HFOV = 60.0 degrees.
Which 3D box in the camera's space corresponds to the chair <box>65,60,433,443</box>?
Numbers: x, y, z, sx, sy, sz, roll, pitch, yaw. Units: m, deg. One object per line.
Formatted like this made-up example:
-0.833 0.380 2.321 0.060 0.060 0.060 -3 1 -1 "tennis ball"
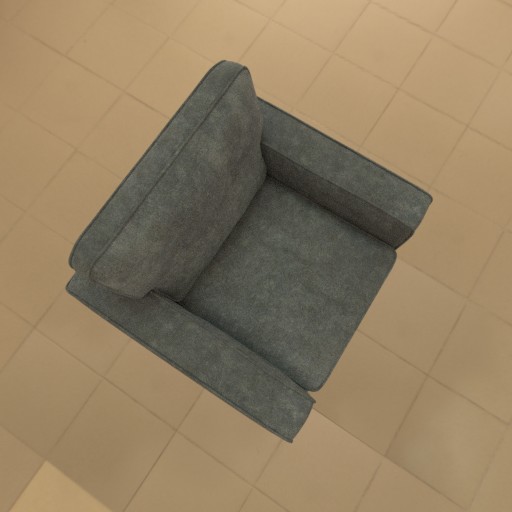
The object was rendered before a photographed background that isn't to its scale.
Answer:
0.000 0.000 1.712 0.939 0.965 1.015 32 78 8 "chair"
